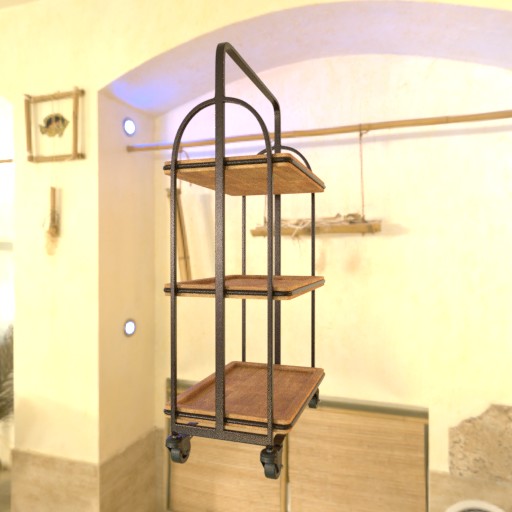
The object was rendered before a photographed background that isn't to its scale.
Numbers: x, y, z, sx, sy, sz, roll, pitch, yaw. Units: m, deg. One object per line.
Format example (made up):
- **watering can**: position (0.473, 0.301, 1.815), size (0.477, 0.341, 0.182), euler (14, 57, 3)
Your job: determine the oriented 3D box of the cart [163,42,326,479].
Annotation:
- **cart**: position (0.000, 0.000, 1.249), size (0.327, 1.001, 0.553), euler (0, 1, 18)
